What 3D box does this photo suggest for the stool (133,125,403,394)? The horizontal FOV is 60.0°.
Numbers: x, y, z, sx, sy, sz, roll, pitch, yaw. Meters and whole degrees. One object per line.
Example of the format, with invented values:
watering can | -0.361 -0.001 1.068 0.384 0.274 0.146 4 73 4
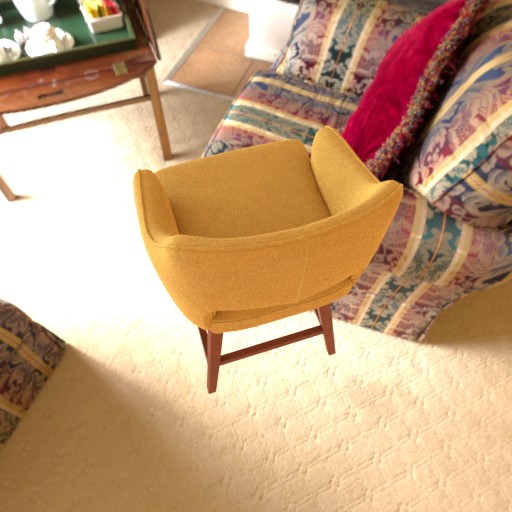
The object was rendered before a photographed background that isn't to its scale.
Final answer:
stool | 0.000 0.000 1.240 0.548 0.924 0.558 -15 59 -9
